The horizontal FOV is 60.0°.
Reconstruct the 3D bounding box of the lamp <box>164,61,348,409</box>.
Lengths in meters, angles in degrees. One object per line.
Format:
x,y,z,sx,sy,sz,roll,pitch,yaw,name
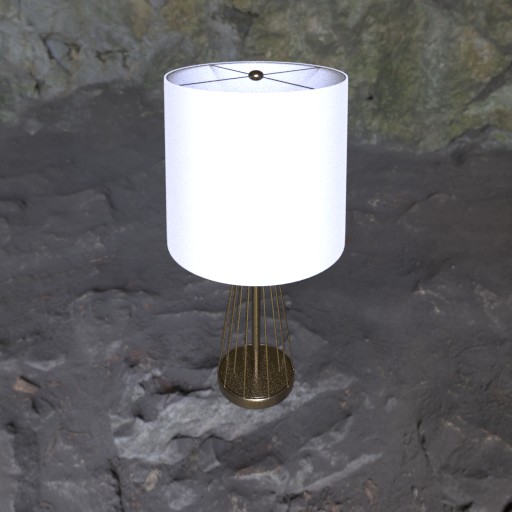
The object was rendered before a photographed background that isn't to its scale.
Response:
0.000,0.000,0.790,0.303,0.618,0.303,0,31,0,lamp
